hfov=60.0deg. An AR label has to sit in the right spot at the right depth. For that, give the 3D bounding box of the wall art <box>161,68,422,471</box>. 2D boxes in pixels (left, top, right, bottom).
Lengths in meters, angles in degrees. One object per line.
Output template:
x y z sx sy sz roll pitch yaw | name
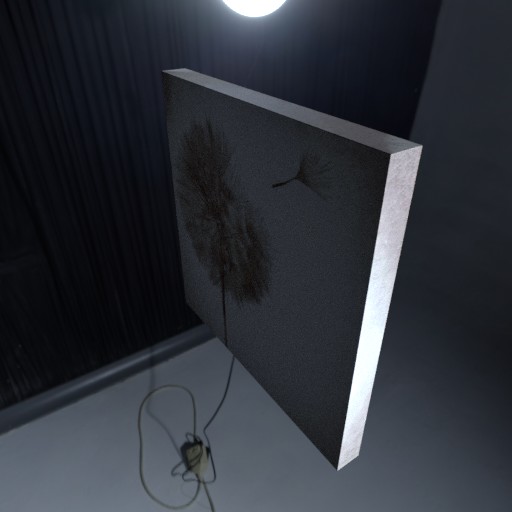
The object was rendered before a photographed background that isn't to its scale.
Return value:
0.000 0.000 0.440 0.028 0.303 0.303 -21 38 -29 | wall art
